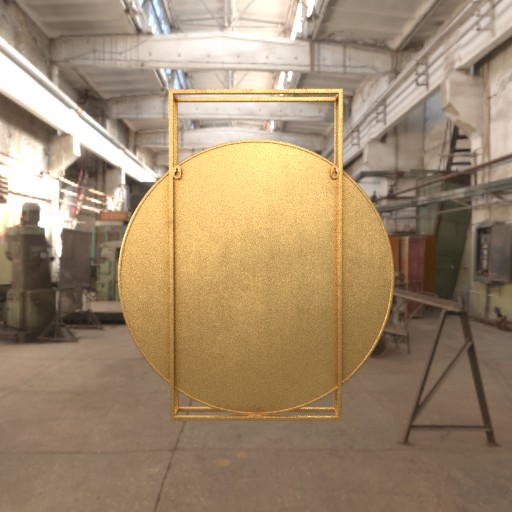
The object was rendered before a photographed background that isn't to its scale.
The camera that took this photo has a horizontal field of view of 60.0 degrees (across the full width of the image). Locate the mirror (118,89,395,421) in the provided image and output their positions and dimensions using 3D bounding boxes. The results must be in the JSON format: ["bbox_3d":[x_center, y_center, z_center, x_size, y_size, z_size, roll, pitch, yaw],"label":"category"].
[{"bbox_3d":[0.000,0.000,0.831,0.508,0.603,0.051,0,1,0],"label":"mirror"}]
